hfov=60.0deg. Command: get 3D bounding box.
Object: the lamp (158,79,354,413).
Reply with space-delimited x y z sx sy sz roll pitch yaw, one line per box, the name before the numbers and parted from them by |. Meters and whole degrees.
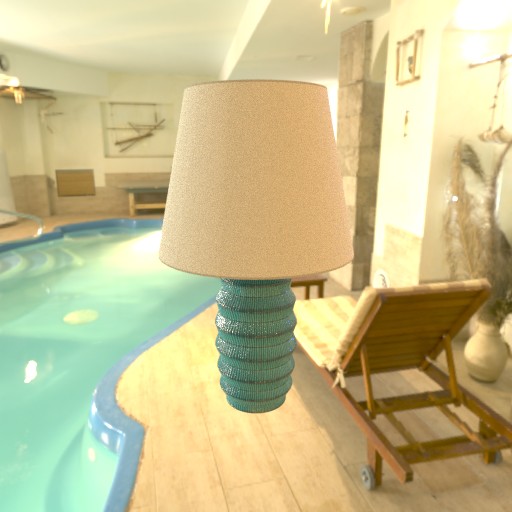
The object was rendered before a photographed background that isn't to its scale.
lamp | 0.000 0.000 0.822 0.355 0.582 0.355 0 14 0
